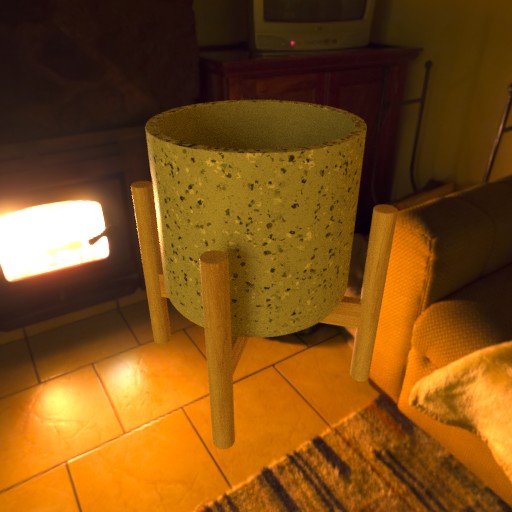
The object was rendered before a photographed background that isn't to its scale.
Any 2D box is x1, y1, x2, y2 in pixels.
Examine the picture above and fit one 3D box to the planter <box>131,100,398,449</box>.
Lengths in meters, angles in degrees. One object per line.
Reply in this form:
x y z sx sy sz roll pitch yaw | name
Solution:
0.000 0.000 0.535 0.284 0.320 0.284 21 36 32 | planter
